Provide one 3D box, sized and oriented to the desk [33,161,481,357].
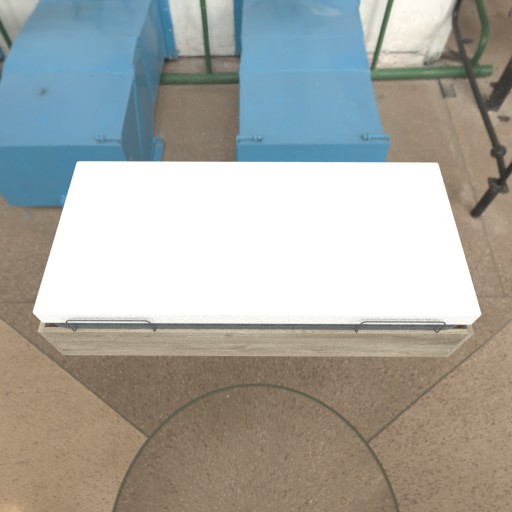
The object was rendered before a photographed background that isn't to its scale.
[{"bbox_3d":[0.000,0.000,2.224,1.900,0.455,0.900,0,58,0],"label":"desk"}]
